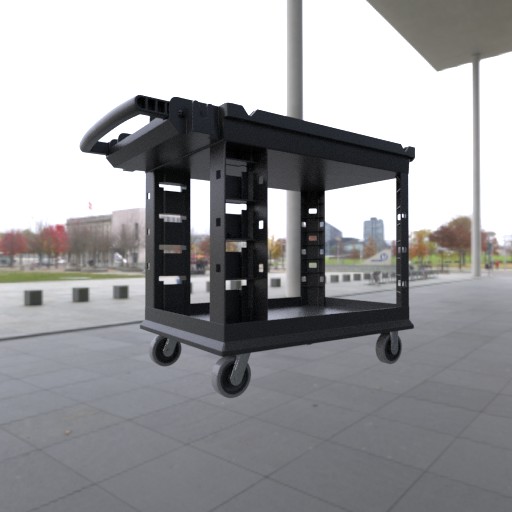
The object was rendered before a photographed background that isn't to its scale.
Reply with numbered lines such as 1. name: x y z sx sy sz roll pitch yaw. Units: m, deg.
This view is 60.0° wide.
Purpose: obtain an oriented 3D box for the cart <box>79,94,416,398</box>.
1. cart: 0.000 0.000 1.748 1.239 0.884 0.674 0 -1 -35
